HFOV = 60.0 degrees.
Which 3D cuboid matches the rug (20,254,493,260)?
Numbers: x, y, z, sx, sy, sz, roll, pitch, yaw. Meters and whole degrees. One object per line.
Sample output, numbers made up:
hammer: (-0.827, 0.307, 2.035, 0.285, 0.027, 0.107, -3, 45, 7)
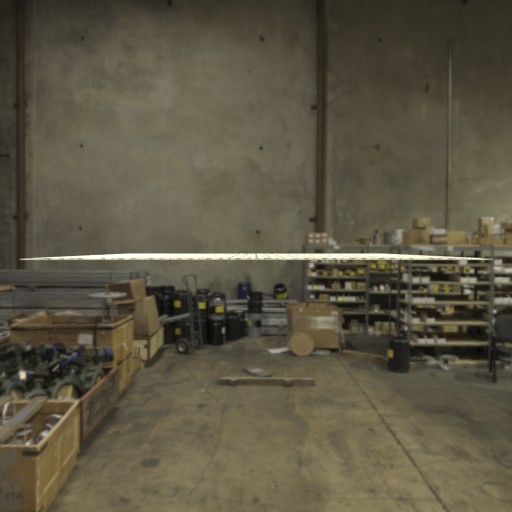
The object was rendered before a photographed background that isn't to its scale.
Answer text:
rug: (0.000, 0.000, 2.031, 1.556, 0.006, 1.146, 0, 1, 0)
